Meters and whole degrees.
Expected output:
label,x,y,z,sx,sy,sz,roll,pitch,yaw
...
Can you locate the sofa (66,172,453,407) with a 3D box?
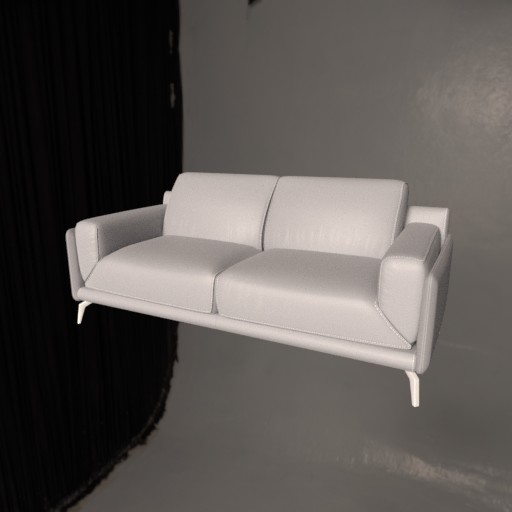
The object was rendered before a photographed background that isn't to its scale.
label,x,y,z,sx,sy,sz,roll,pitch,yaw
sofa,0.000,0.000,2.623,2.100,0.900,0.969,7,16,26
